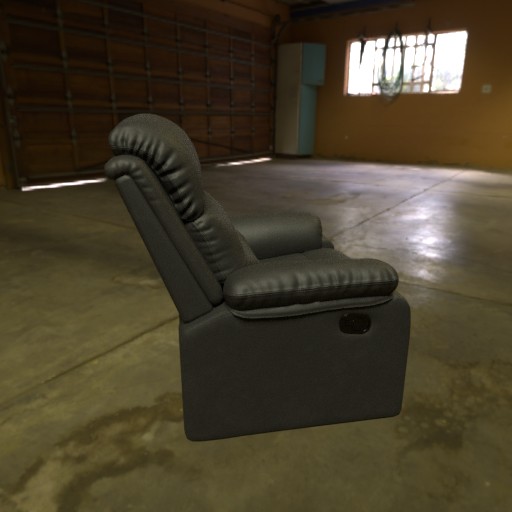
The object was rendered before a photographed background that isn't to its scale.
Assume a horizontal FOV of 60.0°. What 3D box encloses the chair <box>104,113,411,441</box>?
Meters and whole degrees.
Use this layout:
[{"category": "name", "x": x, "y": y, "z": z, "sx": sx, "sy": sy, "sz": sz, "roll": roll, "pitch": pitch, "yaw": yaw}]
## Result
[{"category": "chair", "x": 0.000, "y": 0.000, "z": 1.622, "sx": 0.919, "sy": 0.992, "sz": 0.855, "roll": -3, "pitch": 18, "yaw": -10}]
